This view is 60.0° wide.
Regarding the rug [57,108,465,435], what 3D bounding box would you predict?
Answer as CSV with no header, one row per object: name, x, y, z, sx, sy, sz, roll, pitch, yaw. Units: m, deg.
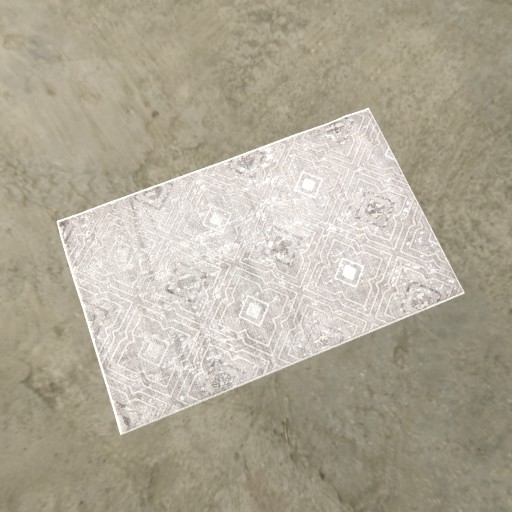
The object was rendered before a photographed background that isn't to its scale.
rug,0.000,0.000,3.077,2.447,0.036,1.537,-21,77,-5
